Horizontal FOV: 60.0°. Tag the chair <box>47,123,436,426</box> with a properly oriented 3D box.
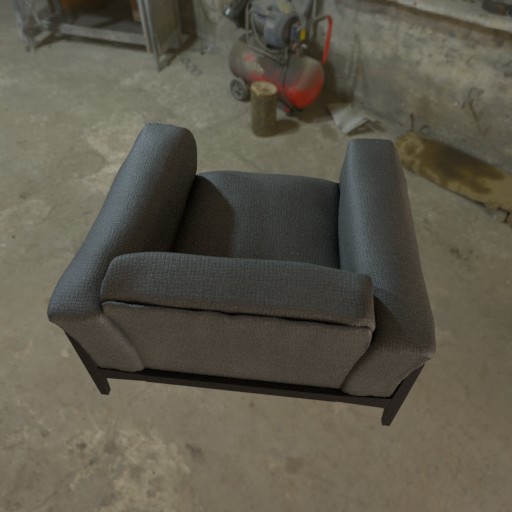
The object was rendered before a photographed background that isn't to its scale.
[{"bbox_3d":[0.000,0.000,1.628,1.056,0.646,0.969,5,48,4],"label":"chair"}]
